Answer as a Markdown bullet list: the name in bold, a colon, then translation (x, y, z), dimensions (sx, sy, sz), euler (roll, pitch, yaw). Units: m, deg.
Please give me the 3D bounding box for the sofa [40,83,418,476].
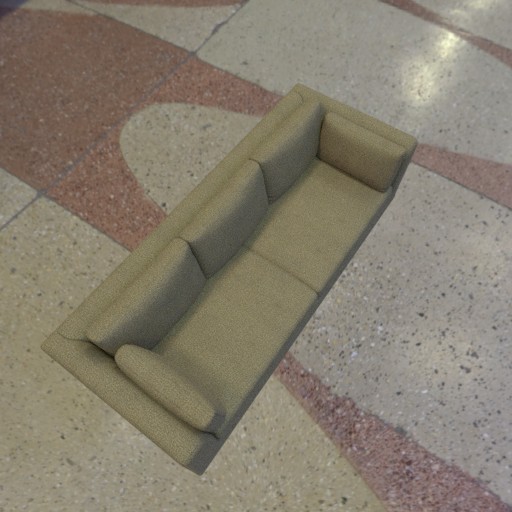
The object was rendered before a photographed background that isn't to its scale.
- **sofa**: translation (0.000, 0.000, 2.847), dimensions (0.969, 0.867, 2.415), euler (32, 65, 17)
